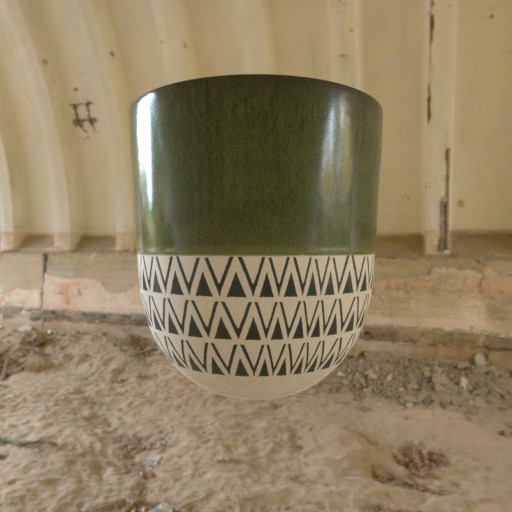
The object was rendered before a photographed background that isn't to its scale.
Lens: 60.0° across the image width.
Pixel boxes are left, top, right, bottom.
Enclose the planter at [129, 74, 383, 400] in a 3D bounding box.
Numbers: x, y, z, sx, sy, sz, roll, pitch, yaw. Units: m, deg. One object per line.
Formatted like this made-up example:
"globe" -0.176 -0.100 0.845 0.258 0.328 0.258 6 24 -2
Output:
"planter" 0.000 0.000 0.447 0.245 0.270 0.245 0 1 0
